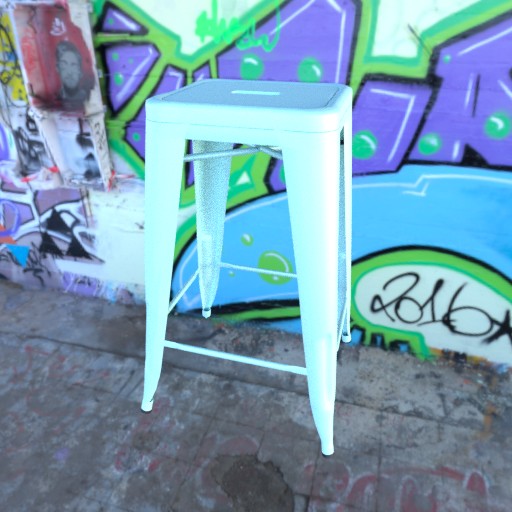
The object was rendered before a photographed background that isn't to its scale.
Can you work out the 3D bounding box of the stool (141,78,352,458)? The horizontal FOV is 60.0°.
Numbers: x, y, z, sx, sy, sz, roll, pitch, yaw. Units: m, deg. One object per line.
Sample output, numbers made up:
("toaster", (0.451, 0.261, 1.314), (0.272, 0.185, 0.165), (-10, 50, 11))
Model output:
("stool", (0.000, 0.000, 0.863), (0.399, 0.609, 0.359), (8, 30, 14))
